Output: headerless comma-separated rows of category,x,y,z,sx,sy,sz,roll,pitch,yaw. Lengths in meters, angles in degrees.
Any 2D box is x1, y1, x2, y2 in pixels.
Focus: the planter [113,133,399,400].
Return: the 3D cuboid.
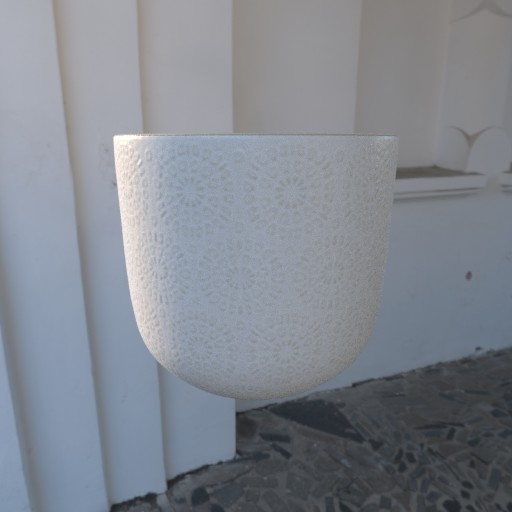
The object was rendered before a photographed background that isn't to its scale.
planter,0.000,0.000,0.361,0.208,0.190,0.208,0,15,0
